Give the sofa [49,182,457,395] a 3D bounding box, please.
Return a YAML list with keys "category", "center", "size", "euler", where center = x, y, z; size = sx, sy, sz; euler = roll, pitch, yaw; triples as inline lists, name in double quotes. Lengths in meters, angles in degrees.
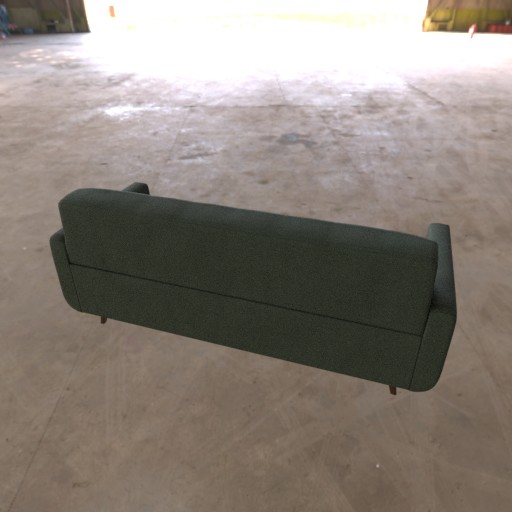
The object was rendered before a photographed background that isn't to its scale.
- category: "sofa"
  center: [0.000, 0.000, 2.509]
  size: [2.029, 0.841, 0.909]
  euler: [10, 33, 16]
